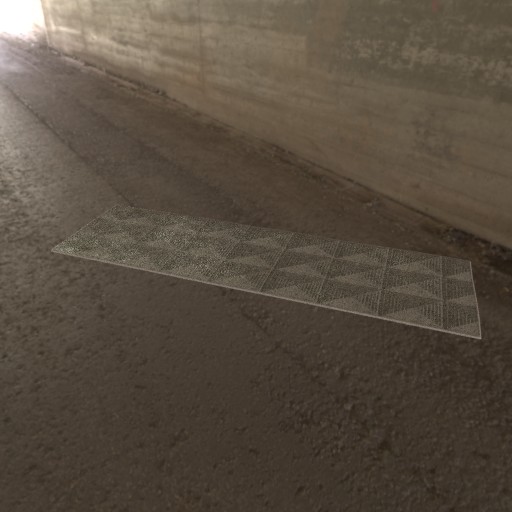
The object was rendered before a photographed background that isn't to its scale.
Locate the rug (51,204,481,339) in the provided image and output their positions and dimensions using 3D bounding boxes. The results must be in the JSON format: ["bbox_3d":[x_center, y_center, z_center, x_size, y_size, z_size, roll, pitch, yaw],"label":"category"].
[{"bbox_3d":[0.000,0.000,2.382,2.182,0.015,0.645,10,32,17],"label":"rug"}]
